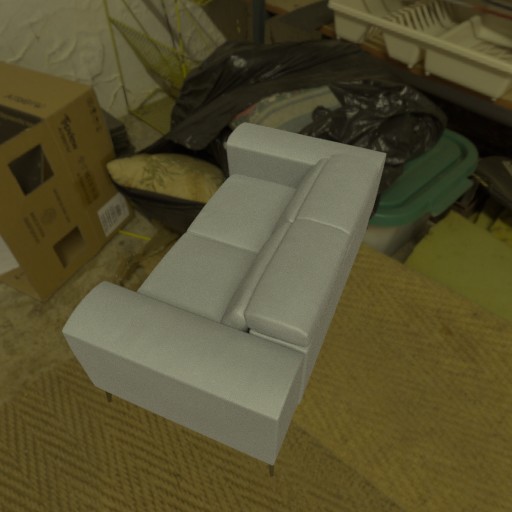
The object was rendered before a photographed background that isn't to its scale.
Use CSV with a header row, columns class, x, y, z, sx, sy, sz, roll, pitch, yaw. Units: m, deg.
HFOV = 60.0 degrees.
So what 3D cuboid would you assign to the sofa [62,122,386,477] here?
class,x,y,z,sx,sy,sz,roll,pitch,yaw
sofa,0.000,0.000,2.478,1.003,0.779,1.895,17,48,16
